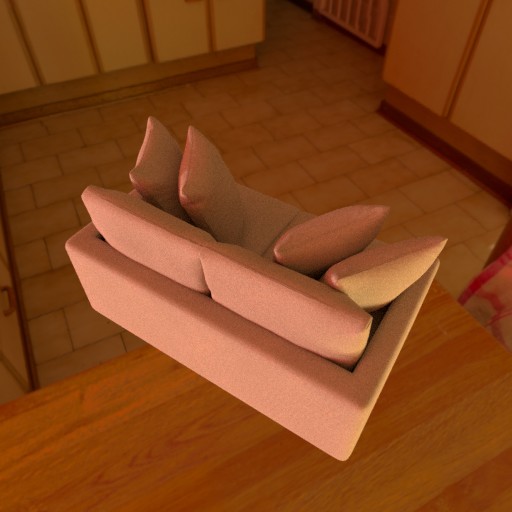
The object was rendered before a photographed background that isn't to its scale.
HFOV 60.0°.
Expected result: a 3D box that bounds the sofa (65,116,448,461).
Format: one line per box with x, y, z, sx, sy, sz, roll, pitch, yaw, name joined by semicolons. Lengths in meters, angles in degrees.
0.000;0.000;2.612;1.869;1.080;1.228;25;52;22;sofa
